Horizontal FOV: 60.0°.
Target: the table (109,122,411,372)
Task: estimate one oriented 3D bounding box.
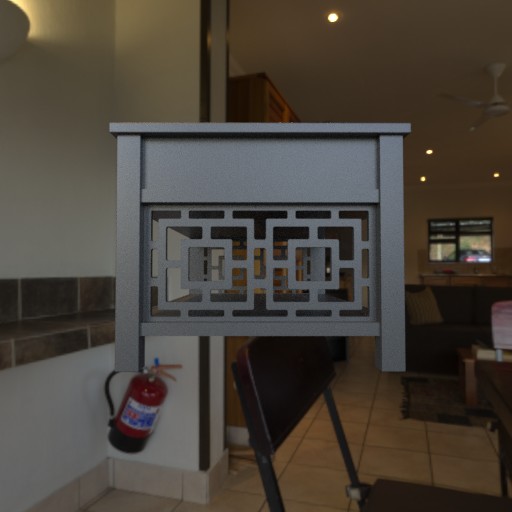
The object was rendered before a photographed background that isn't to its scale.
[{"bbox_3d":[0.000,0.000,1.405,0.612,0.493,1.068,0,-2,0],"label":"table"}]
